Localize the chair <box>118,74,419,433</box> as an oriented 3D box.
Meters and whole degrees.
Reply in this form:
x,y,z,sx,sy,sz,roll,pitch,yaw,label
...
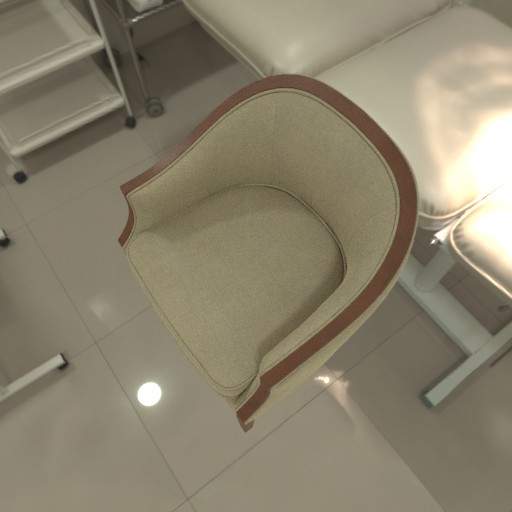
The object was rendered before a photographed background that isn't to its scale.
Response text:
x,y,z,sx,sy,sz,roll,pitch,yaw,label
0.000,0.000,1.468,0.735,0.876,0.803,-34,68,-16,chair
